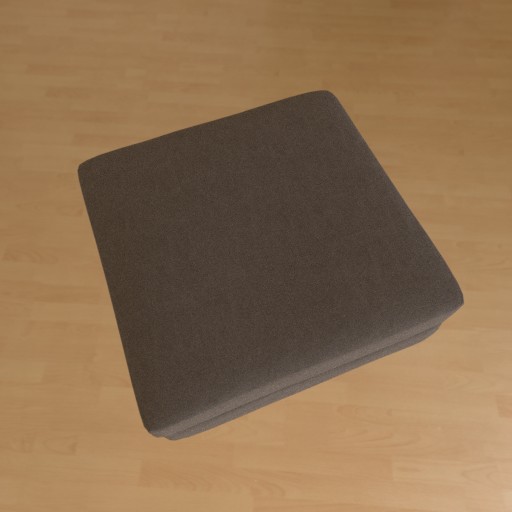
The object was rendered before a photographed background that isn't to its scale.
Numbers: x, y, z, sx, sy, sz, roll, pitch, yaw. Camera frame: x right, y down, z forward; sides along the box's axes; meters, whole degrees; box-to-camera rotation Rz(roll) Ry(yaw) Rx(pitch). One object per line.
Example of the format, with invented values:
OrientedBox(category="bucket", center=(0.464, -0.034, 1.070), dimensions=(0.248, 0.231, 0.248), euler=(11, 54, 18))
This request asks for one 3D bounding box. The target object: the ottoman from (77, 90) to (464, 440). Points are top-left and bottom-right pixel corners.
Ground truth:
OrientedBox(category="ottoman", center=(0.000, 0.000, 1.420), dimensions=(0.881, 0.482, 0.861), euler=(-19, 65, -10))
